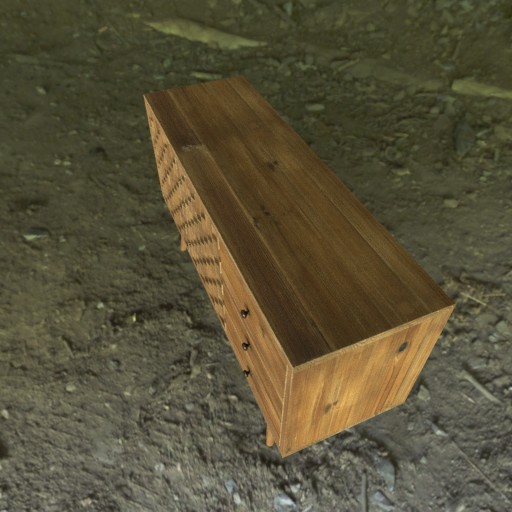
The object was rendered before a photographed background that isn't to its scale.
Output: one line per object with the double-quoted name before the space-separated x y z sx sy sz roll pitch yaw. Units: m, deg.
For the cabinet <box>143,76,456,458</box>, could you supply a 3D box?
"cabinet" 0.000 0.000 1.761 0.472 0.800 1.400 -17 48 -16
